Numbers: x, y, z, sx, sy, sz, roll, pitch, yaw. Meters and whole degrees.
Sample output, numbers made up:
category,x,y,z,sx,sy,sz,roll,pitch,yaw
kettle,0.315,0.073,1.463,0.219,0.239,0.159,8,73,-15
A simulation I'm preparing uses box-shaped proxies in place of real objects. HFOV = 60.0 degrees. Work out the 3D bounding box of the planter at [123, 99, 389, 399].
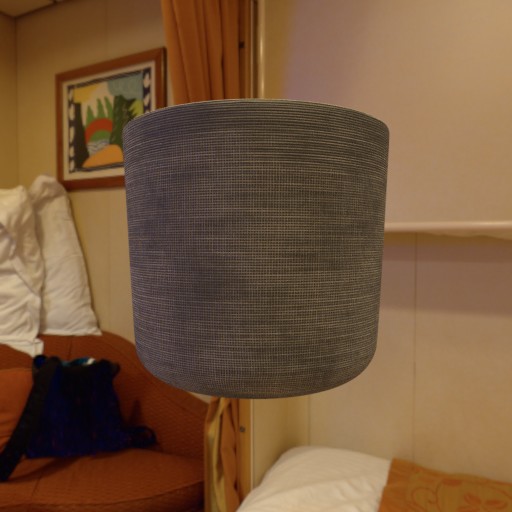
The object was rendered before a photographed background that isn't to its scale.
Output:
category,x,y,z,sx,sy,sz,roll,pitch,yaw
planter,0.000,0.000,0.768,0.440,0.398,0.440,0,2,0
